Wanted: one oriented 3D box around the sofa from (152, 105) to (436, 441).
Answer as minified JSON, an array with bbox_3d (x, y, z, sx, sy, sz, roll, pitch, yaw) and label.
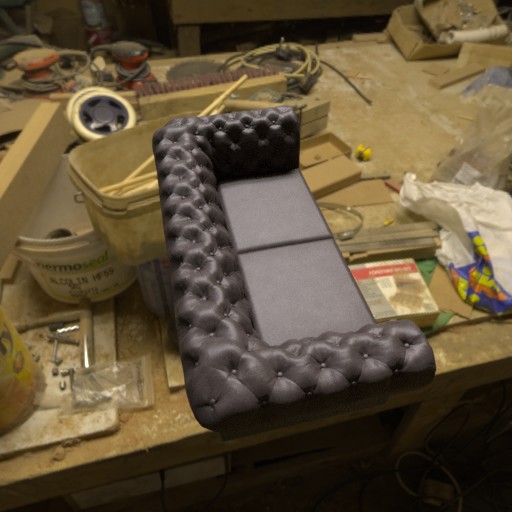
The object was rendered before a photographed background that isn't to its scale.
[{"bbox_3d":[0.000,0.000,2.468,0.944,0.779,2.048,-10,48,-9],"label":"sofa"}]
